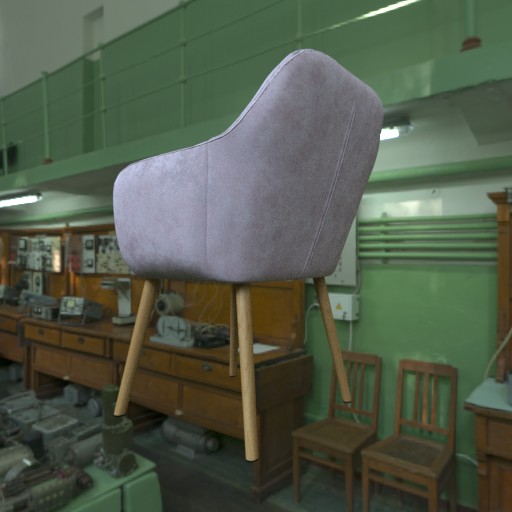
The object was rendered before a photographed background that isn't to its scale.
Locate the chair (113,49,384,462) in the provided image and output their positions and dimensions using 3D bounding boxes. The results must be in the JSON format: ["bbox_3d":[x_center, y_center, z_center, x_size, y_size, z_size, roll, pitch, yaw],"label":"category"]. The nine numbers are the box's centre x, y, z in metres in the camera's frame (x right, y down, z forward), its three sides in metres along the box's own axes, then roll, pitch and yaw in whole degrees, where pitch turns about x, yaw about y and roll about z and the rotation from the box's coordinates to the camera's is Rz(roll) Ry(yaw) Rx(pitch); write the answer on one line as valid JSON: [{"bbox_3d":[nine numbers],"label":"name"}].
[{"bbox_3d":[0.000,0.000,1.176,0.570,0.832,0.610,0,0,37],"label":"chair"}]
